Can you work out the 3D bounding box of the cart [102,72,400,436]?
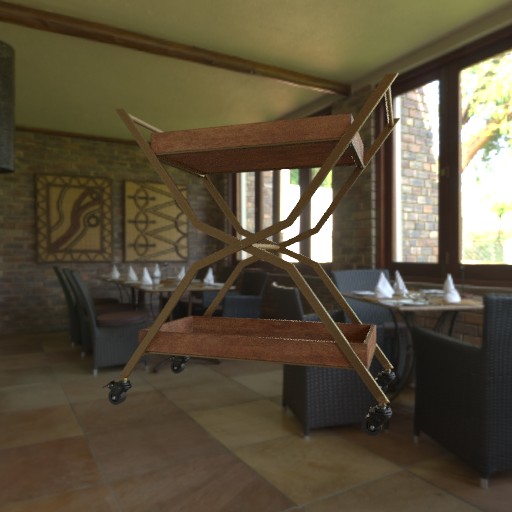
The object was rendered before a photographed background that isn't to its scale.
[{"bbox_3d":[0.000,0.000,1.359,0.836,0.869,0.405,0,0,19],"label":"cart"}]
